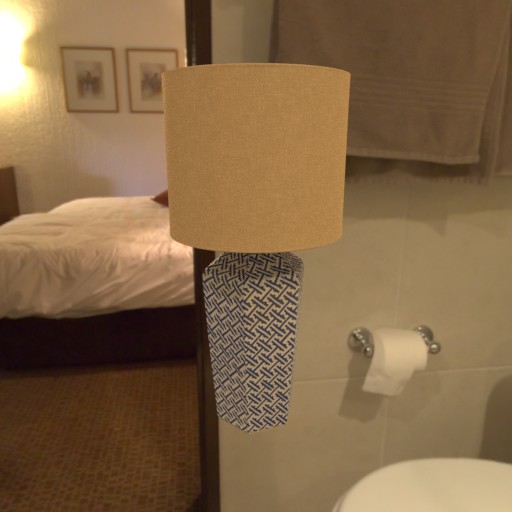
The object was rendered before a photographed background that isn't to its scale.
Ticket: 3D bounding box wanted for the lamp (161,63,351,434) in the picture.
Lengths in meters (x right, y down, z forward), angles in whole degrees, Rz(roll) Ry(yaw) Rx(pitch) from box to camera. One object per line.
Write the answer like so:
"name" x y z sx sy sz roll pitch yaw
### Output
"lamp" 0.000 0.000 0.851 0.320 0.682 0.320 -15 22 -43
